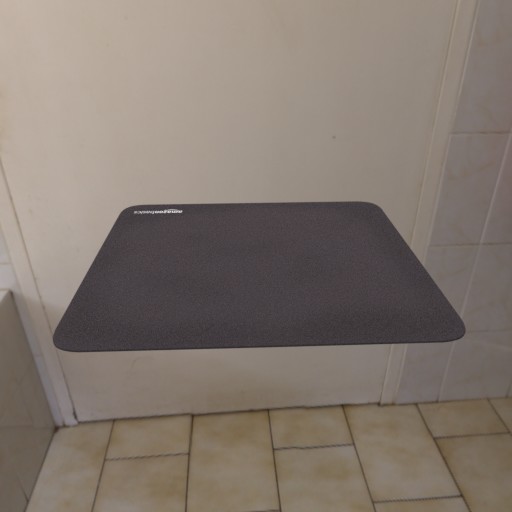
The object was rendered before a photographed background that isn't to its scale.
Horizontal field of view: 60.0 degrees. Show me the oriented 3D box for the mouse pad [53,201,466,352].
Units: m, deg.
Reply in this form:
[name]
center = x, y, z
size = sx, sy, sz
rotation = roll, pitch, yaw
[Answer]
[mouse pad]
center = 0.000, 0.000, 0.438
size = 0.315, 0.002, 0.269
rotation = -1, 29, -2
